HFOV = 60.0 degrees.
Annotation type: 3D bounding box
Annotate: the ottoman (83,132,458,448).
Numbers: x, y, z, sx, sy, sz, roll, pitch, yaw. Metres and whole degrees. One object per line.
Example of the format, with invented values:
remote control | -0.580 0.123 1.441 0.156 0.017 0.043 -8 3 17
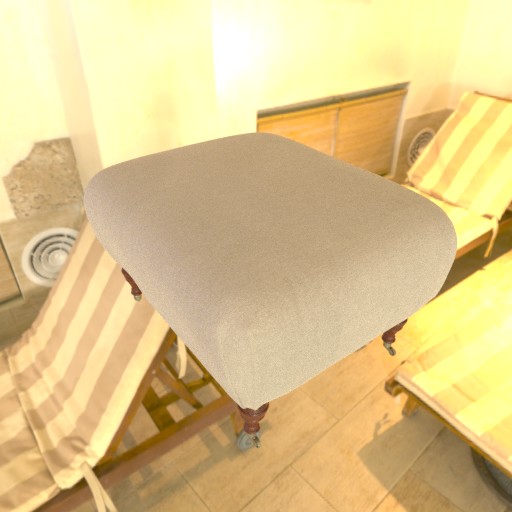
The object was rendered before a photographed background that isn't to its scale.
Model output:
ottoman | 0.000 0.000 1.121 0.622 0.450 0.746 -22 39 -30
